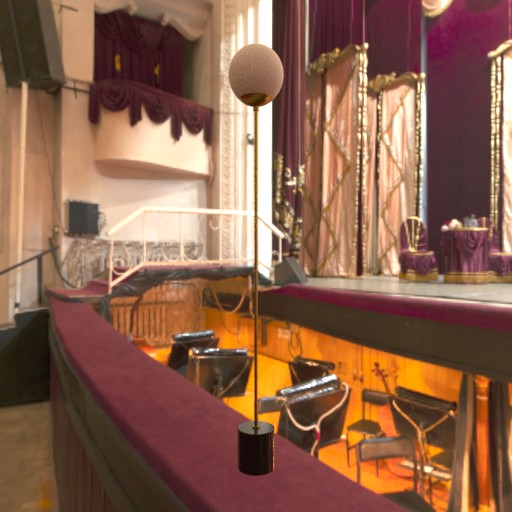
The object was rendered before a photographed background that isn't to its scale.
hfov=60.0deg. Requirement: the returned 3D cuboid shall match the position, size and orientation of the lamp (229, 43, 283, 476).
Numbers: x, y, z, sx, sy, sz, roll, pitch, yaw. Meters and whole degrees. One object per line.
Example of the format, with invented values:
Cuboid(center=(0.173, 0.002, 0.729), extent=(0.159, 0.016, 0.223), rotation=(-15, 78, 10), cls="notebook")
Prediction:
Cuboid(center=(0.000, 0.000, 1.841), extent=(0.229, 1.748, 0.229), rotation=(0, 0, -36), cls="lamp")
